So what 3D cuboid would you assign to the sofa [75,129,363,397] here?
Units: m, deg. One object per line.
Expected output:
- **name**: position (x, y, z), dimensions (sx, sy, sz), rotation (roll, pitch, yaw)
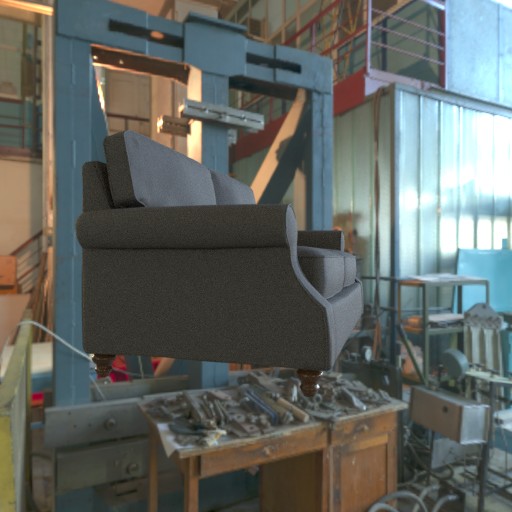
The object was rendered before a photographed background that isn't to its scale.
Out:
- **sofa**: position (0.000, 0.000, 2.241), dimensions (0.964, 0.937, 1.665), rotation (0, 0, 17)
